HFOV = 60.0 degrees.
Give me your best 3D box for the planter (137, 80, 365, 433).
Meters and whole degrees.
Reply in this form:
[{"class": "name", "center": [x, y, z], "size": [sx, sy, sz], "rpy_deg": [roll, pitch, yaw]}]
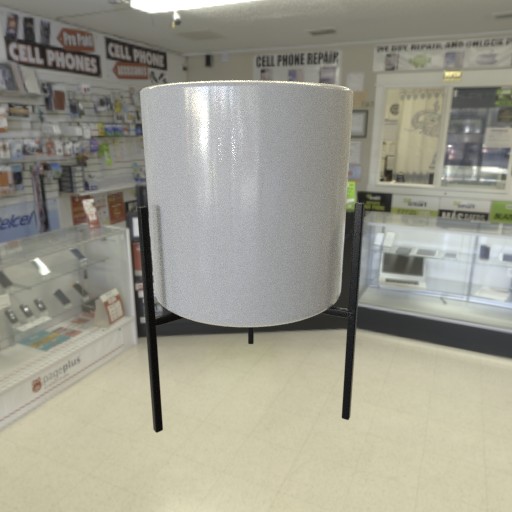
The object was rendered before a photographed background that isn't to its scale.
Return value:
[{"class": "planter", "center": [0.000, 0.000, 0.508], "size": [0.239, 0.356, 0.239], "rpy_deg": [8, 18, 26]}]
